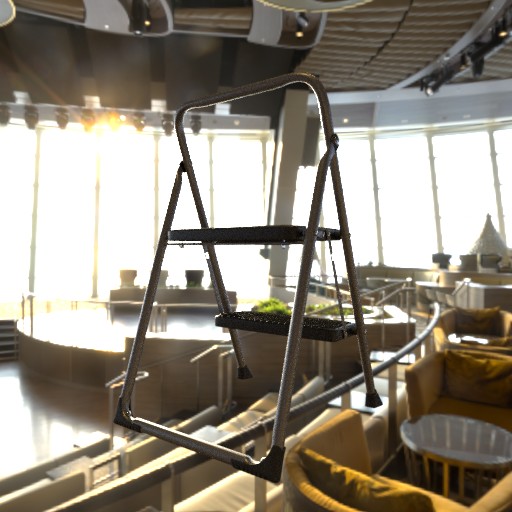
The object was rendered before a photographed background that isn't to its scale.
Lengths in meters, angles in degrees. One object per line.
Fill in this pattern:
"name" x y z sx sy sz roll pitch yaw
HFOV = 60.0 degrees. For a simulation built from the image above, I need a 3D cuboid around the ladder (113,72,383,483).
"ladder" 0.000 0.000 1.006 0.430 0.720 0.472 1 1 36
